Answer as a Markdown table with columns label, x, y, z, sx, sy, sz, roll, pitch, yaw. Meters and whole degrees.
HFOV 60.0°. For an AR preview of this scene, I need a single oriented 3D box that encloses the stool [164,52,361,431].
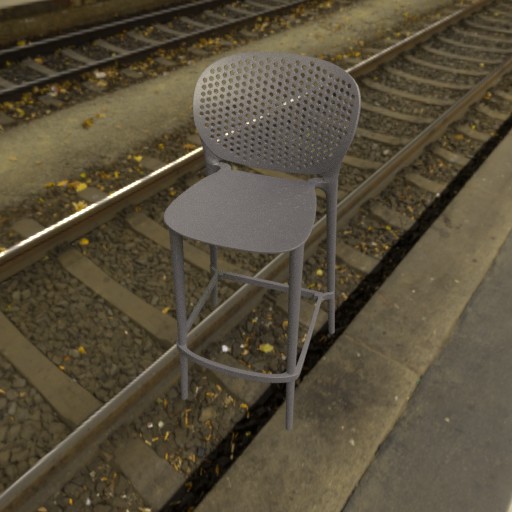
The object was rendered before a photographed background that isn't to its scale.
| label | x | y | z | sx | sy | sz | roll | pitch | yaw |
| --- | --- | --- | --- | --- | --- | --- | --- | --- | --- |
| stool | 0.000 | 0.000 | 1.373 | 0.536 | 1.045 | 0.535 | 12 | 42 | 13 |
